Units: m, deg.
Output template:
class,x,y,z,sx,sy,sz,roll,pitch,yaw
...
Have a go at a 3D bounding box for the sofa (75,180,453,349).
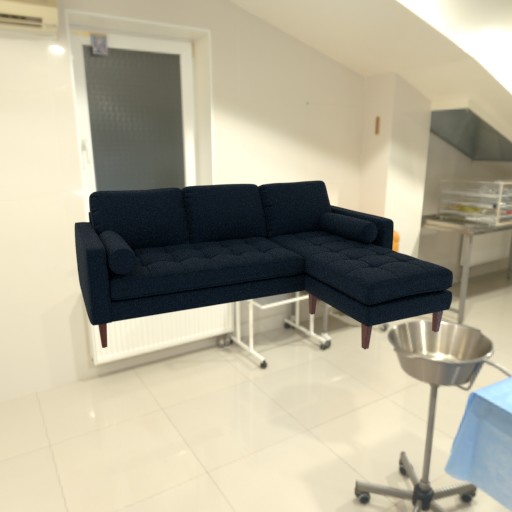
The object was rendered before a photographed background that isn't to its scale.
class,x,y,z,sx,sy,sz,roll,pitch,yaw
sofa,0.000,0.000,2.983,2.185,0.841,1.613,-7,16,-24
